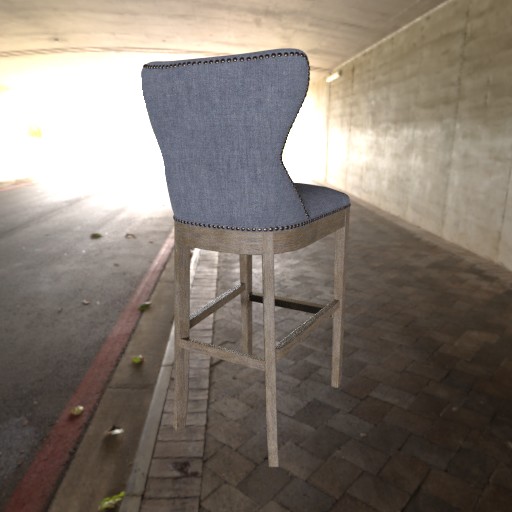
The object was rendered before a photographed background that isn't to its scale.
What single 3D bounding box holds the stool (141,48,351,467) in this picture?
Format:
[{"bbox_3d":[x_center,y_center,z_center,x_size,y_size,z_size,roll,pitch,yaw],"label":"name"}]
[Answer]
[{"bbox_3d":[0.000,0.000,1.417,0.494,1.123,0.606,8,17,28],"label":"stool"}]
